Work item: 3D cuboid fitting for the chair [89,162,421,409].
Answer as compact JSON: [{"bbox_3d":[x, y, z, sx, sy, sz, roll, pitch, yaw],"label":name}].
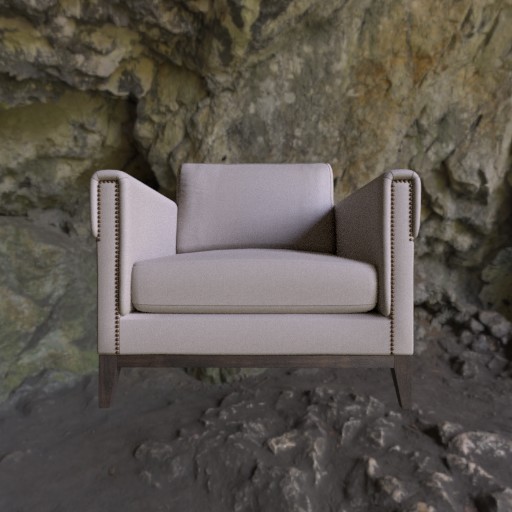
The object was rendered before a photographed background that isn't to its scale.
[{"bbox_3d":[0.000,0.000,1.682,0.914,0.838,0.959,0,0,1],"label":"chair"}]
